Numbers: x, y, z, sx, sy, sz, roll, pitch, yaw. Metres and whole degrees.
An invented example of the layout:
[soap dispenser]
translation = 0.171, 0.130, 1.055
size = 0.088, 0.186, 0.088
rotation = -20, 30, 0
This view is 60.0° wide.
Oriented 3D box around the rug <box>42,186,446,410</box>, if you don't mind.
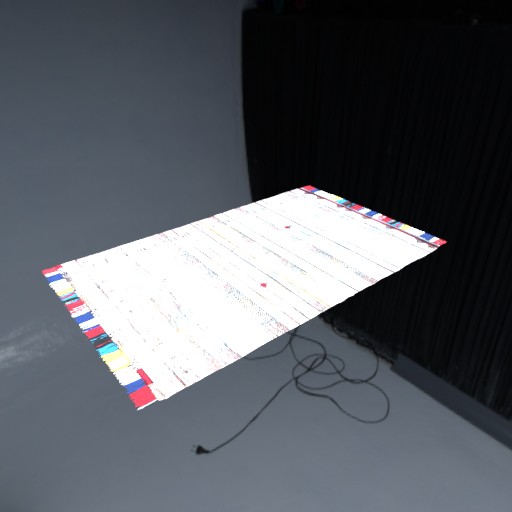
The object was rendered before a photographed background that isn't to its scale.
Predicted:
[rug]
translation = 0.000, 0.000, 3.069
size = 2.465, 0.012, 1.465
rotation = -22, 37, -32
